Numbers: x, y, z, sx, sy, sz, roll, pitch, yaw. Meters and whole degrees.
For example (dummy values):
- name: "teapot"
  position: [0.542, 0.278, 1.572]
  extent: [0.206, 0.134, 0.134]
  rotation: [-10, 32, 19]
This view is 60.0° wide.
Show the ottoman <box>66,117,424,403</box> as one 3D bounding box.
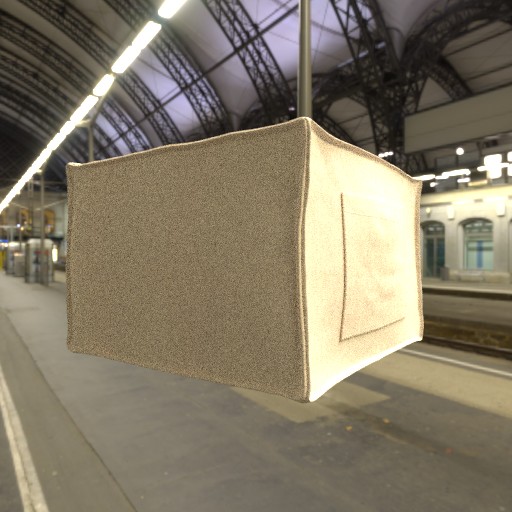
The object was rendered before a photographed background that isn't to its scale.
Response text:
- name: "ottoman"
  position: [0.000, 0.000, 1.151]
  extent: [0.696, 0.470, 0.707]
  rotation: [0, 1, 35]
